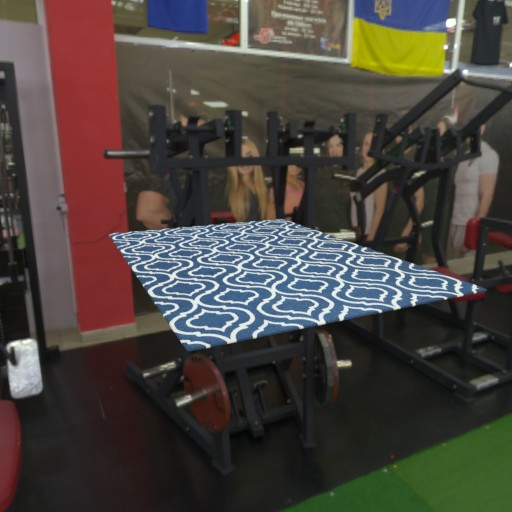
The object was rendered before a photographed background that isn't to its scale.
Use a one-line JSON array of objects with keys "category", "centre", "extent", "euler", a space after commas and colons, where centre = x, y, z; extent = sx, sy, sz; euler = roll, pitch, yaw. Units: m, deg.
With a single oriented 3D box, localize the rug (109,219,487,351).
[{"category": "rug", "centre": [0.000, 0.000, 2.802], "extent": [1.524, 0.010, 2.134], "euler": [-7, 17, -24]}]
